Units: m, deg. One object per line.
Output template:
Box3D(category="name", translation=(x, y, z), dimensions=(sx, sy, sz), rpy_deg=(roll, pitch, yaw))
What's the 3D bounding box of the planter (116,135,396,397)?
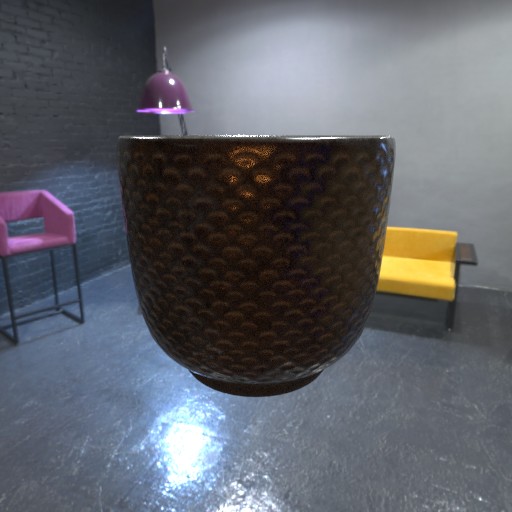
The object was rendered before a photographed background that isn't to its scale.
Box3D(category="planter", translation=(0.000, 0.000, 0.246), dimensions=(0.140, 0.129, 0.140), rpy_deg=(0, 15, 0))
